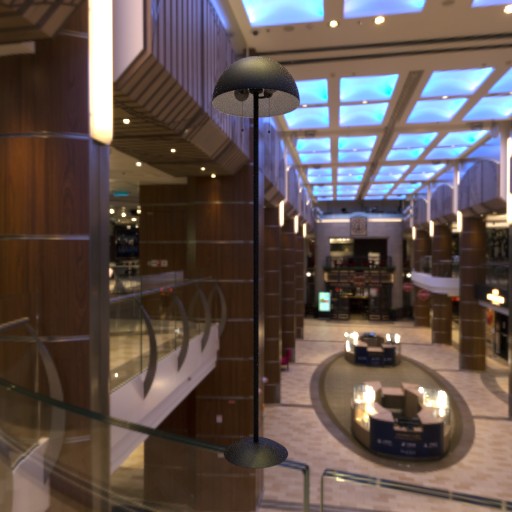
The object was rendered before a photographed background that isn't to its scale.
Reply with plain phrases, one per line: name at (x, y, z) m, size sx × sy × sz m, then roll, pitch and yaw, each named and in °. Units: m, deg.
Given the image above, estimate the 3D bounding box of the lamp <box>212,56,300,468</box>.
lamp at (0.000, 0.000, 1.661) m, size 0.328 × 1.480 × 0.328 m, roll 0°, pitch 1°, yaw -36°
